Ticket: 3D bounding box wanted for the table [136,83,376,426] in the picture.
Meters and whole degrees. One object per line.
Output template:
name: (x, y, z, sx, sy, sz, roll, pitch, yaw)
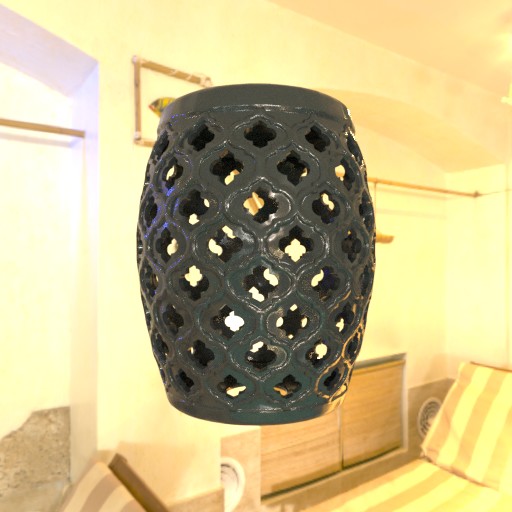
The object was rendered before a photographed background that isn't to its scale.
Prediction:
table: (0.000, 0.000, 0.621, 0.325, 0.388, 0.325, 0, -1, 0)
